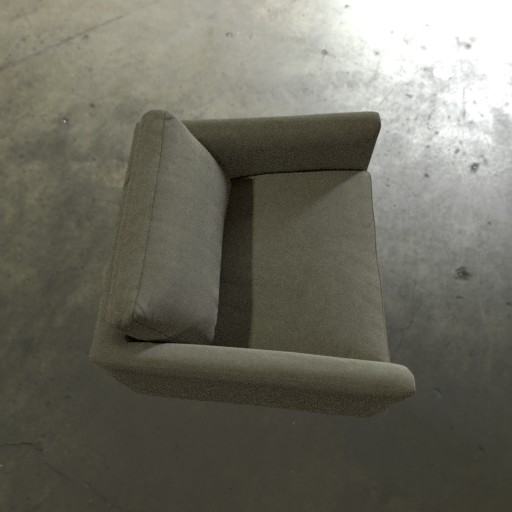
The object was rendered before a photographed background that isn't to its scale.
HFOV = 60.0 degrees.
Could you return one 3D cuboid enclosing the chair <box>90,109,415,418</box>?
[{"bbox_3d":[0.000,0.000,1.874,1.091,0.845,1.190,1,63,1],"label":"chair"}]
